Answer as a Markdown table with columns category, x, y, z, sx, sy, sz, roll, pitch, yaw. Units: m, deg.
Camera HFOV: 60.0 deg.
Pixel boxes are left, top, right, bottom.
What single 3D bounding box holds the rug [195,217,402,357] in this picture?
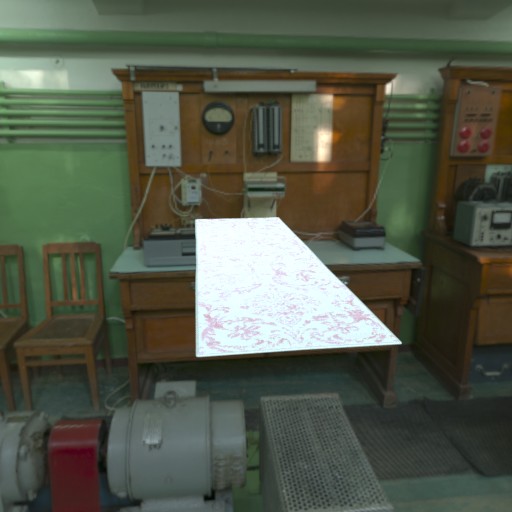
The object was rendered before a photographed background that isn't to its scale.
| category | x | y | z | sx | sy | sz | roll | pitch | yaw |
| --- | --- | --- | --- | --- | --- | --- | --- | --- | --- |
| rug | 0.000 | 0.000 | 2.438 | 0.662 | 0.011 | 2.196 | -2 | 16 | -7 |
